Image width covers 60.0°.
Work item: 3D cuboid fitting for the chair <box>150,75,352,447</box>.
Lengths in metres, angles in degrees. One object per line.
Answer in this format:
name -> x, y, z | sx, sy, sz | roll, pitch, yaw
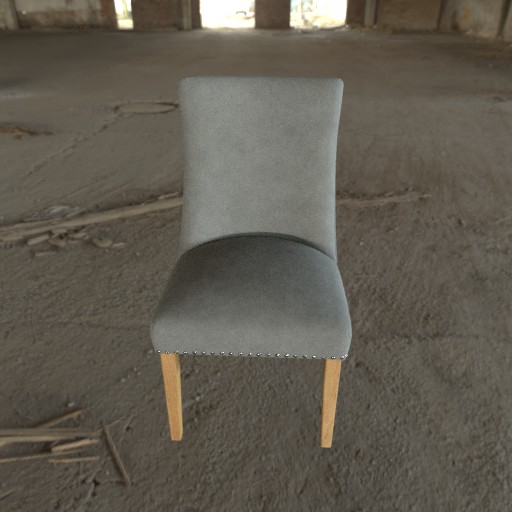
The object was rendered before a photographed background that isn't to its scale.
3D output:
chair -> 0.000, 0.000, 1.280 | 0.495, 0.902, 0.610 | 2, 30, 3
